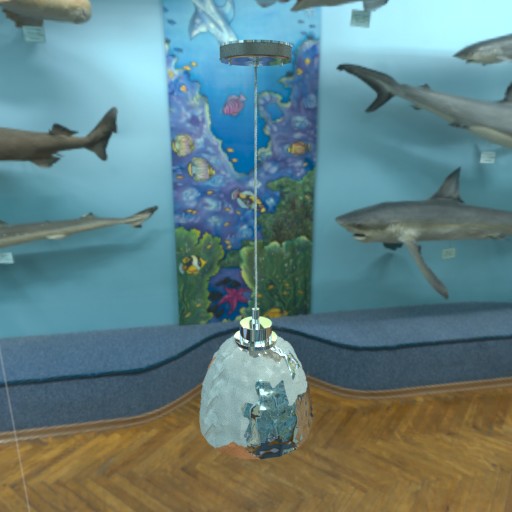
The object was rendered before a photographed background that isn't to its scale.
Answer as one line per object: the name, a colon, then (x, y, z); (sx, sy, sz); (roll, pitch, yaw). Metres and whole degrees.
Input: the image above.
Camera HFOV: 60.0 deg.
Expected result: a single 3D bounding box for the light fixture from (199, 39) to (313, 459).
light fixture: (0.000, 0.000, 1.747); (0.496, 1.511, 0.500); (-2, 17, -7)
